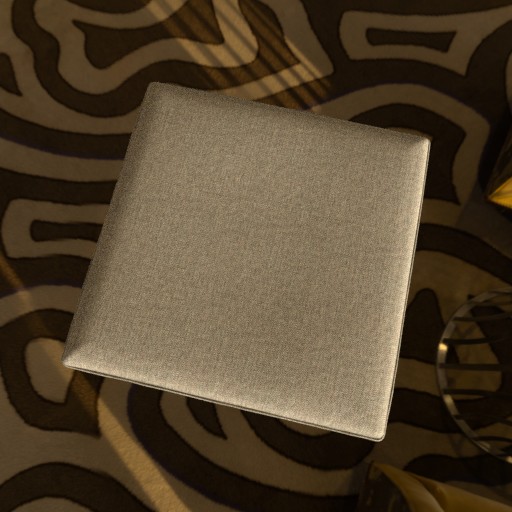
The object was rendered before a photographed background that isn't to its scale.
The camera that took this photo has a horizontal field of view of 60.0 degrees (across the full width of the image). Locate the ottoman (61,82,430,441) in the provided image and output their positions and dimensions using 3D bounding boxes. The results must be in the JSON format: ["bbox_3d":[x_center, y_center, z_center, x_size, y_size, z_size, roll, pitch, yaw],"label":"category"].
[{"bbox_3d":[0.000,0.000,1.591,1.017,0.423,1.023,13,77,3],"label":"ottoman"}]
